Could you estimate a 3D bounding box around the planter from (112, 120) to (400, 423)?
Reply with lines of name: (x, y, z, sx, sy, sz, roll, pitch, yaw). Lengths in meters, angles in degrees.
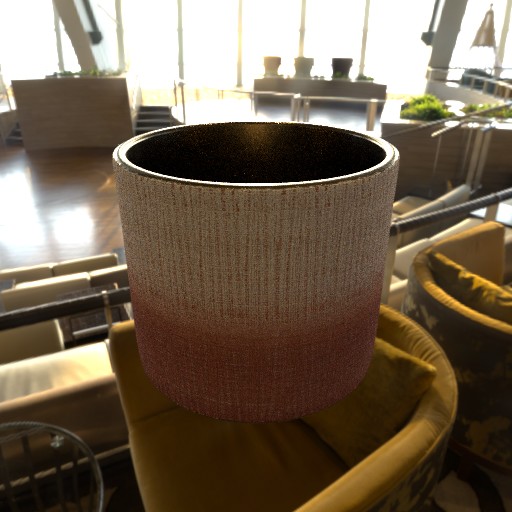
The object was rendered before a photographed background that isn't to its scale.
planter: (0.000, 0.000, 0.314, 0.178, 0.157, 0.178, 0, 27, 0)
